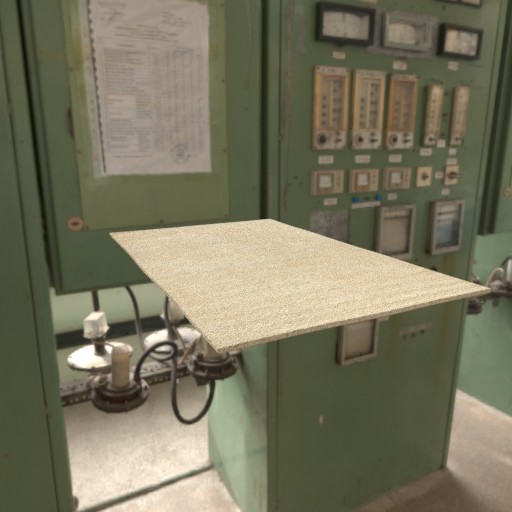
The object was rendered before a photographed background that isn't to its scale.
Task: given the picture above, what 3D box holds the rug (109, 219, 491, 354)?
[{"bbox_3d":[0.000,0.000,2.948,1.500,0.025,2.346,-7,16,-26],"label":"rug"}]
